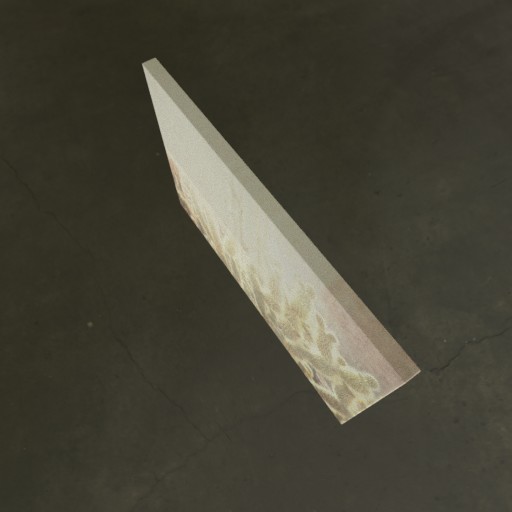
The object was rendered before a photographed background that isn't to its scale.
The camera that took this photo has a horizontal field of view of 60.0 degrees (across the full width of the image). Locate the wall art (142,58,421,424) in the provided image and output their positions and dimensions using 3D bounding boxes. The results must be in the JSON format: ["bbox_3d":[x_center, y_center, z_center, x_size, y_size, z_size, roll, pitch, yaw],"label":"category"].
[{"bbox_3d":[0.000,0.000,1.173,0.040,0.608,0.916,-32,67,-15],"label":"wall art"}]
